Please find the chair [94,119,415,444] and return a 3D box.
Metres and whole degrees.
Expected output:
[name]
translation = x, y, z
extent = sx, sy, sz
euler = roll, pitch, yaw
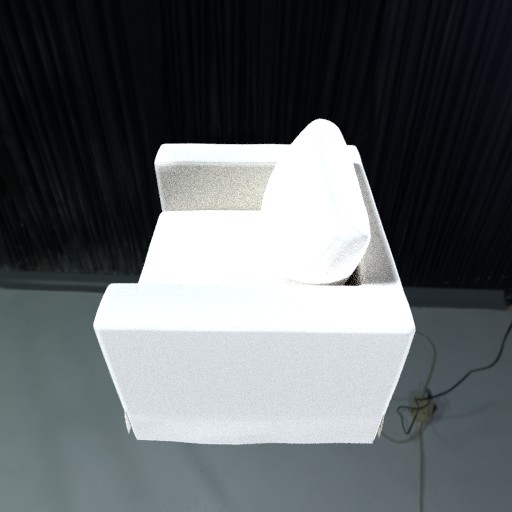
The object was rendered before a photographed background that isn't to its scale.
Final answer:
[chair]
translation = 0.000, 0.000, 1.808
extent = 0.957, 0.878, 1.150
euler = 1, 41, 1
